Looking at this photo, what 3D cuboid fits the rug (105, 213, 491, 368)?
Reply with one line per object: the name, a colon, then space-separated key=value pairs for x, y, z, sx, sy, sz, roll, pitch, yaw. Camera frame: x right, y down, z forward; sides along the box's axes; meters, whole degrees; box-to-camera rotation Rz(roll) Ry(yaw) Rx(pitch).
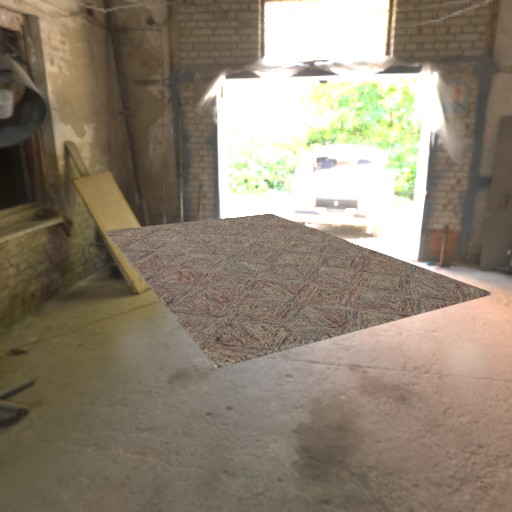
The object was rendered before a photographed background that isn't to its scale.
rug: x=0.000 y=0.000 z=2.896 sx=1.523 sy=0.019 sz=2.285 roll=-9 pitch=19 yaw=-26
